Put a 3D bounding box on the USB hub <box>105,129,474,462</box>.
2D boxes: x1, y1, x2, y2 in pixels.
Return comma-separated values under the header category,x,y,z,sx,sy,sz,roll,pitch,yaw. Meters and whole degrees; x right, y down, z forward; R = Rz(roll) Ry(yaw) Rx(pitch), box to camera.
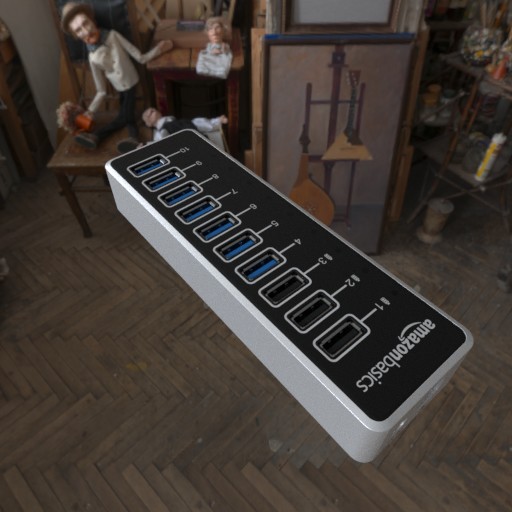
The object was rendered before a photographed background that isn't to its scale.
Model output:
category,x,y,z,sx,sy,sz,roll,pitch,yaw
USB hub,0.000,0.000,0.161,0.044,0.023,0.145,-32,55,-26
